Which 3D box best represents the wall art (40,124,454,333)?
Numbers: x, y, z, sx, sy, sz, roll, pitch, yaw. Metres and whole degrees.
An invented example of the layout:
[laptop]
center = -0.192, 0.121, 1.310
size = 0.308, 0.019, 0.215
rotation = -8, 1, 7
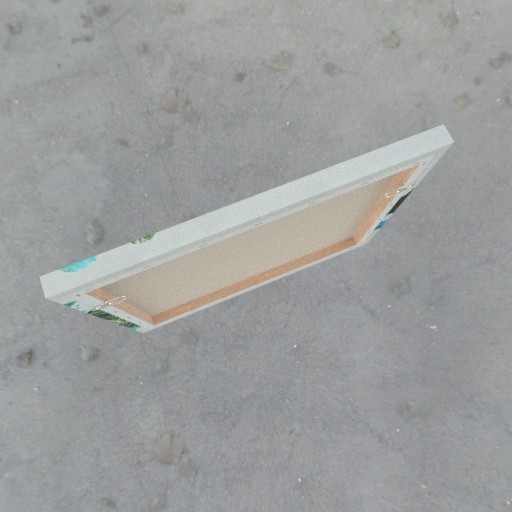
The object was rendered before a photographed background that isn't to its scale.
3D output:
[wall art]
center = 0.000, 0.000, 1.014
size = 0.711, 0.610, 0.043
rotation = -21, 76, -6
